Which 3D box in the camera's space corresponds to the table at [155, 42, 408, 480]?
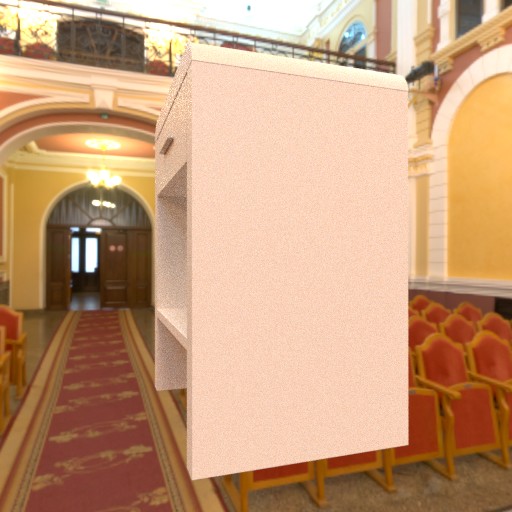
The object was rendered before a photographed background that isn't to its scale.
[{"bbox_3d":[0.000,0.000,0.848,0.350,0.590,0.450,0,0,-19],"label":"table"}]
